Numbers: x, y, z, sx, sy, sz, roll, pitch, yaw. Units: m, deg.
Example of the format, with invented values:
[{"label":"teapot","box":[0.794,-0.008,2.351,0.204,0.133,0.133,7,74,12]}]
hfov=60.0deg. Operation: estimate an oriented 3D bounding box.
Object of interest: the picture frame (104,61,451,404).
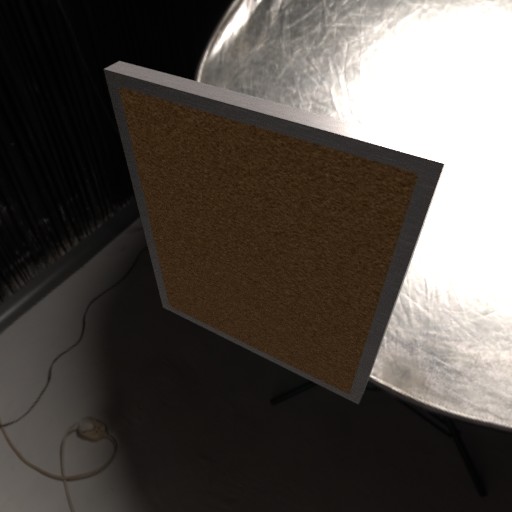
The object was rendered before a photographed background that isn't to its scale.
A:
[{"label":"picture frame","box":[0.000,0.000,0.518,0.327,0.378,0.027,22,50,20]}]
